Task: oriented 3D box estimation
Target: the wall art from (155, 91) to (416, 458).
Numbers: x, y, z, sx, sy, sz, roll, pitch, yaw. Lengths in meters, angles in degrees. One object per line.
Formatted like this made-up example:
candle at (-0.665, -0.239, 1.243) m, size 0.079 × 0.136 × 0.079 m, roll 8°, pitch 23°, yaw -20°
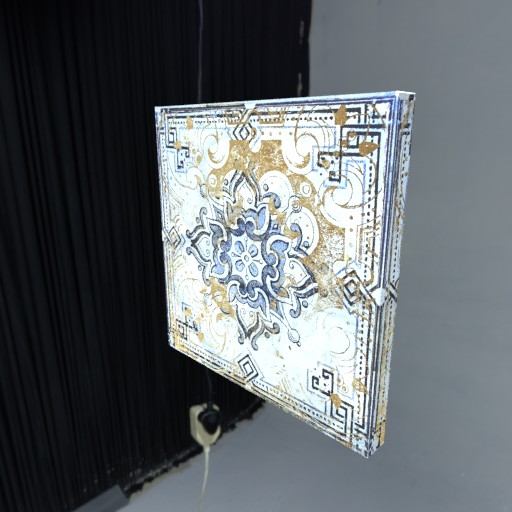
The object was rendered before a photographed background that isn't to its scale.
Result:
wall art at (0.000, 0.000, 0.622) m, size 0.411 × 0.410 × 0.038 m, roll 15°, pitch 22°, yaw 43°
